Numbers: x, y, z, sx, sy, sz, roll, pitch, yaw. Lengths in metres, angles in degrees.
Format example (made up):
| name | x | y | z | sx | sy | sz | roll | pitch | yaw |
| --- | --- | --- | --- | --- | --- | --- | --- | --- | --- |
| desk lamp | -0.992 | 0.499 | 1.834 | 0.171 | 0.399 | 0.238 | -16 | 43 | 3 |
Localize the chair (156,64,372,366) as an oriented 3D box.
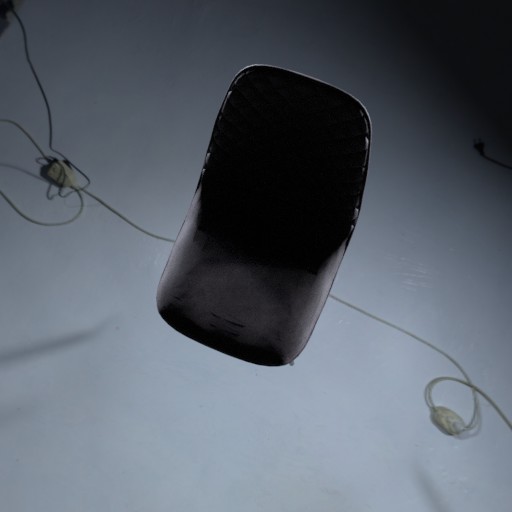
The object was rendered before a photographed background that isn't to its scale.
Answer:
| name | x | y | z | sx | sy | sz | roll | pitch | yaw |
| --- | --- | --- | --- | --- | --- | --- | --- | --- | --- |
| chair | 0.000 | 0.000 | 1.243 | 0.472 | 0.889 | 0.561 | 21 | 77 | 5 |
